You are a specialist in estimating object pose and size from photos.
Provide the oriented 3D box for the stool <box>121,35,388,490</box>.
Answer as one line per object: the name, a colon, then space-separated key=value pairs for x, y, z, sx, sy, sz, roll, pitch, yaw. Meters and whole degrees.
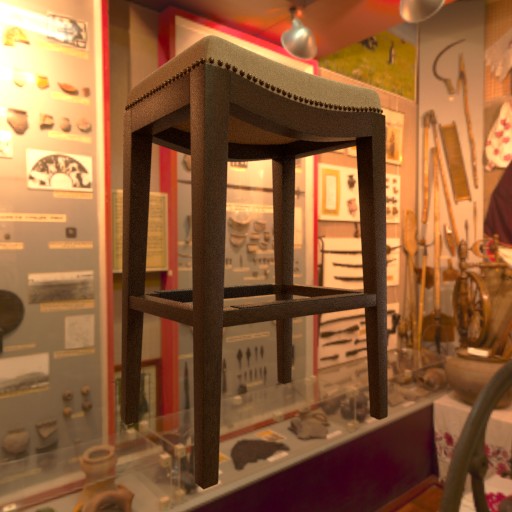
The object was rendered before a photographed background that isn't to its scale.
stool: x=0.000 y=0.000 z=1.006 sx=0.498 sy=0.759 sz=0.358 roll=-1 pitch=2 yaw=-38
